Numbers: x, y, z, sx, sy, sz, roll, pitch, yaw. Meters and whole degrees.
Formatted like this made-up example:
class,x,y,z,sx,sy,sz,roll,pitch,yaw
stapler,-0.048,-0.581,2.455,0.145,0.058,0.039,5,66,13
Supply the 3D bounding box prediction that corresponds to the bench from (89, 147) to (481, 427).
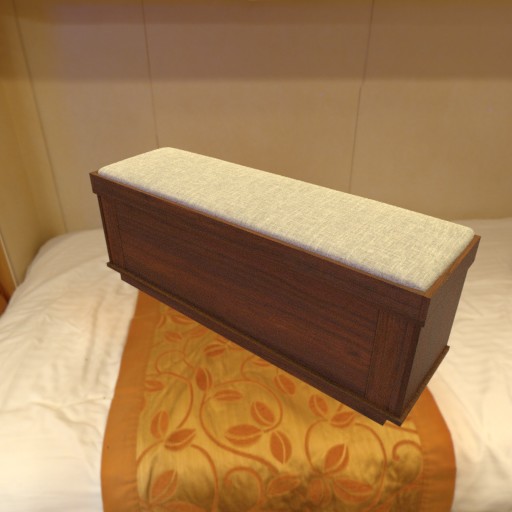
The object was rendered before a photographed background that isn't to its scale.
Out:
class,x,y,z,sx,sy,sz,roll,pitch,yaw
bench,0.000,0.000,1.434,1.196,0.468,0.367,22,36,33
